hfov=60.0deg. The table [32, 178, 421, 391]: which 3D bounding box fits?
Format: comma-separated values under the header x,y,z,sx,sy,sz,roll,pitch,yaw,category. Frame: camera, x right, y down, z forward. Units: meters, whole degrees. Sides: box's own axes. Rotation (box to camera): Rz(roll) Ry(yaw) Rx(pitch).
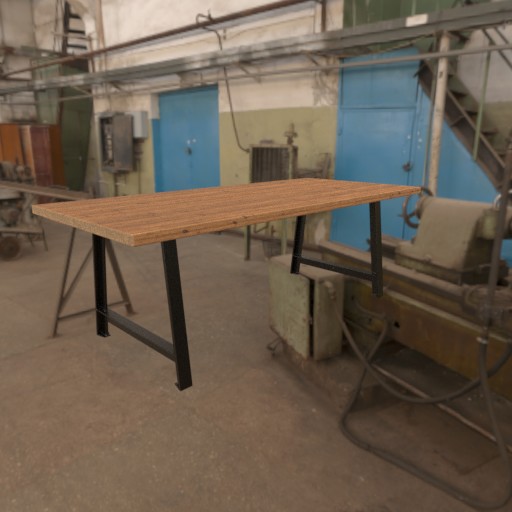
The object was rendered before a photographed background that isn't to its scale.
x,y,z,sx,sy,sz,roll,pitch,yaw,category
0.000,0.000,2.737,2.200,0.757,1.000,-14,21,-43,table
